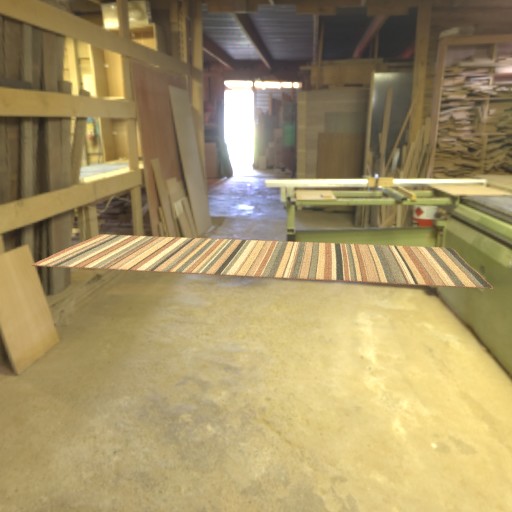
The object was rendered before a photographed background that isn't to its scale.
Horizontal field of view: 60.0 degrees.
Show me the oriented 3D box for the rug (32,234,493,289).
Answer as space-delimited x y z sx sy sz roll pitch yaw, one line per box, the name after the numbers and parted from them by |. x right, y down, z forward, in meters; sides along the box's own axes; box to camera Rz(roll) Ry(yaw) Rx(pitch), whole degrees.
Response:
0.000 0.000 2.687 2.444 0.010 0.799 2 16 9 | rug
